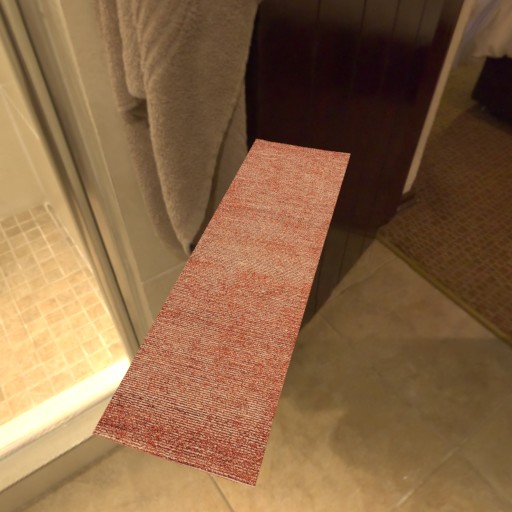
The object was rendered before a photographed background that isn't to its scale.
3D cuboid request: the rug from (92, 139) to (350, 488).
[{"bbox_3d":[0.000,0.000,2.548,0.718,0.013,2.353,13,49,12],"label":"rug"}]
